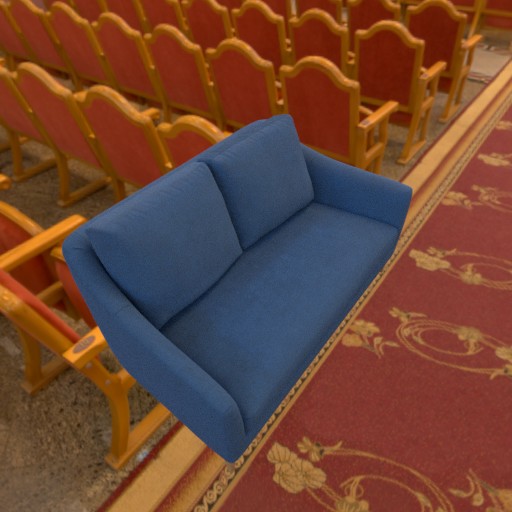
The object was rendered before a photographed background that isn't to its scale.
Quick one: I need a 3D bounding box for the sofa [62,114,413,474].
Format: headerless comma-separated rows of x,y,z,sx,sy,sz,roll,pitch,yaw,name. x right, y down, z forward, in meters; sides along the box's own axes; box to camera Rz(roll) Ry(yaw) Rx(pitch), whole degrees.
0.000,0.000,2.195,0.960,0.902,1.619,26,48,26,sofa
